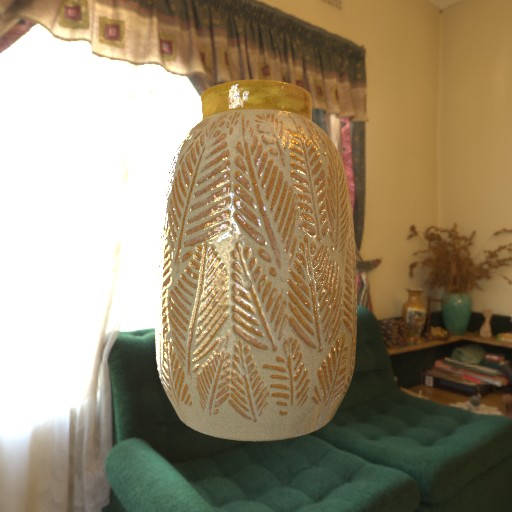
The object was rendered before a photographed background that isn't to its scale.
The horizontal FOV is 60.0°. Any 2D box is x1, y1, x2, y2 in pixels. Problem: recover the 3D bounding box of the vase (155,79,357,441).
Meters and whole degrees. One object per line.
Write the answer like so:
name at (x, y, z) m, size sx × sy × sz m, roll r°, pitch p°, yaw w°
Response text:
vase at (0.000, 0.000, 0.386) m, size 0.172 × 0.270 × 0.172 m, roll 0°, pitch 1°, yaw 0°
